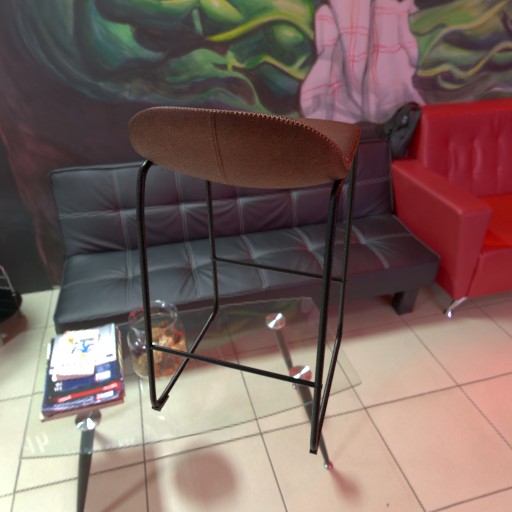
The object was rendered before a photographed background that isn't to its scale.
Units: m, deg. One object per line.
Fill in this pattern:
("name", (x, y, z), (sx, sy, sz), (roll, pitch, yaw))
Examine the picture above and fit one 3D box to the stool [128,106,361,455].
("stool", (0.000, 0.000, 1.116), (0.454, 0.830, 0.473), (10, 34, 15))
